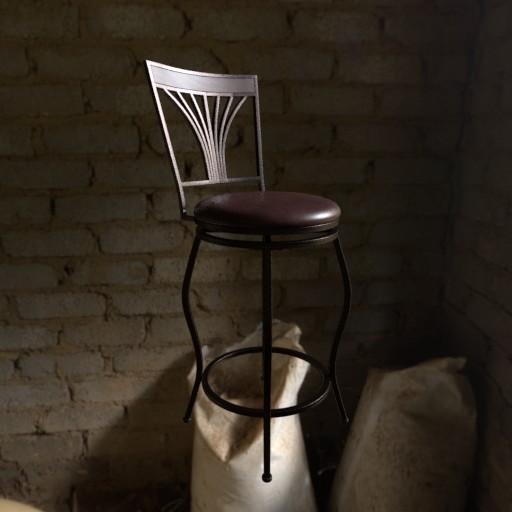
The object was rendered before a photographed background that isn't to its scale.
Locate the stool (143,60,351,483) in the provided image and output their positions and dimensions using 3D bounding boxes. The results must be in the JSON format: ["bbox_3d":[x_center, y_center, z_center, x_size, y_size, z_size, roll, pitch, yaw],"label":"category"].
[{"bbox_3d":[0.000,0.000,1.361,0.433,1.117,0.514,-14,20,-43],"label":"stool"}]
